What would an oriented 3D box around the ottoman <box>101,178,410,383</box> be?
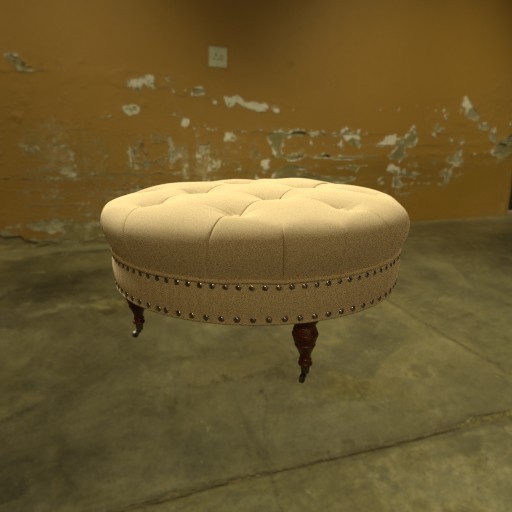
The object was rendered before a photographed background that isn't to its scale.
[{"bbox_3d":[0.000,0.000,1.381,0.901,0.439,0.901,0,15,0],"label":"ottoman"}]
